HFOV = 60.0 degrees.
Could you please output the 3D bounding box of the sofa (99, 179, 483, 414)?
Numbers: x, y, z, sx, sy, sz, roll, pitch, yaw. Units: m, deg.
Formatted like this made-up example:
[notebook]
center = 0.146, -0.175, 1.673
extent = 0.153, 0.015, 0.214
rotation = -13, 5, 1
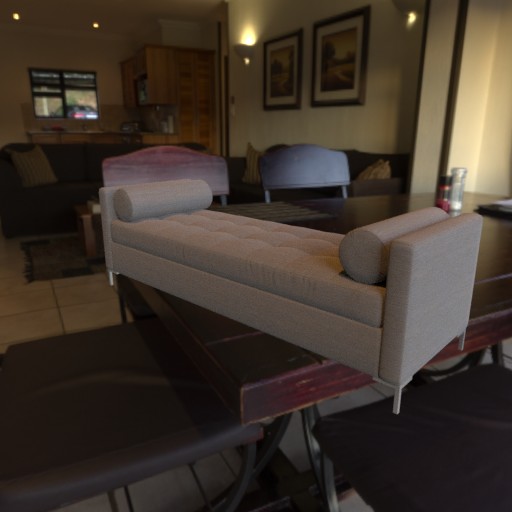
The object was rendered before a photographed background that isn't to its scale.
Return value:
[sofa]
center = 0.000, 0.000, 2.346
extent = 1.981, 0.635, 0.686
rotation = 15, 22, 41
